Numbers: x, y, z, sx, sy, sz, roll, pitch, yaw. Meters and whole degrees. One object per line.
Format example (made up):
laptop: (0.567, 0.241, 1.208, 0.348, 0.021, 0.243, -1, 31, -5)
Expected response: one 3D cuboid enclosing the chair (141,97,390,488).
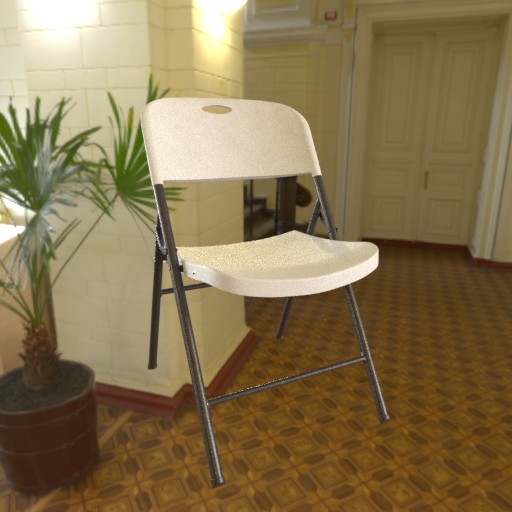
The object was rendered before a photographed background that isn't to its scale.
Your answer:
chair: (0.000, 0.000, 1.161, 0.494, 0.810, 0.566, -8, 18, -26)
